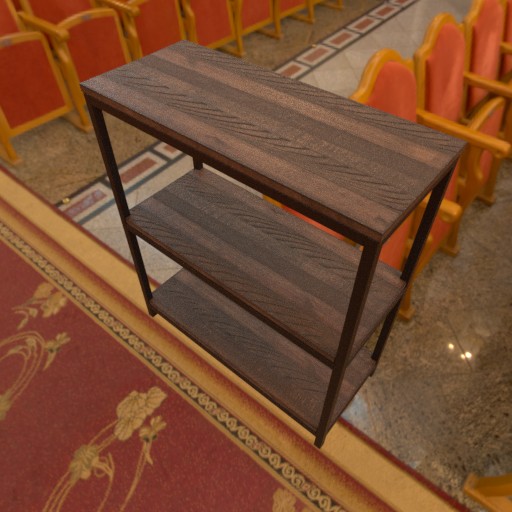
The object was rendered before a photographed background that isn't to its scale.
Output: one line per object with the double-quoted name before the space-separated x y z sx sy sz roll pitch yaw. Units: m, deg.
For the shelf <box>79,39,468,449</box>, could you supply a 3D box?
"shelf" 0.000 0.000 1.330 0.822 0.947 0.352 31 54 26
